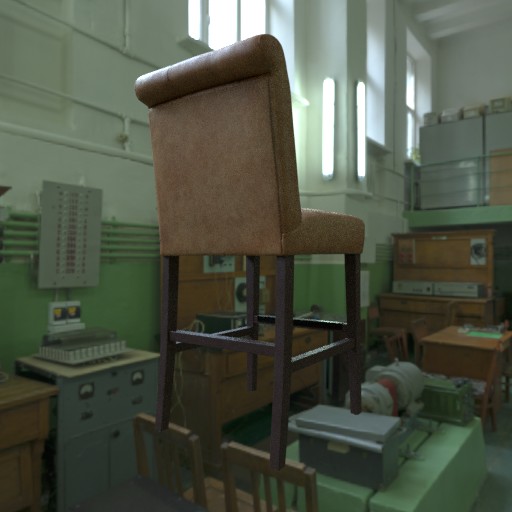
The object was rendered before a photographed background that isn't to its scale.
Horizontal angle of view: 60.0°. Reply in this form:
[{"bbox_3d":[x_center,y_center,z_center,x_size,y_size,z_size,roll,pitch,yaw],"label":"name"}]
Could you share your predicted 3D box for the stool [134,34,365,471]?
[{"bbox_3d":[0.000,0.000,1.371,0.493,1.047,0.601,0,0,36],"label":"stool"}]
